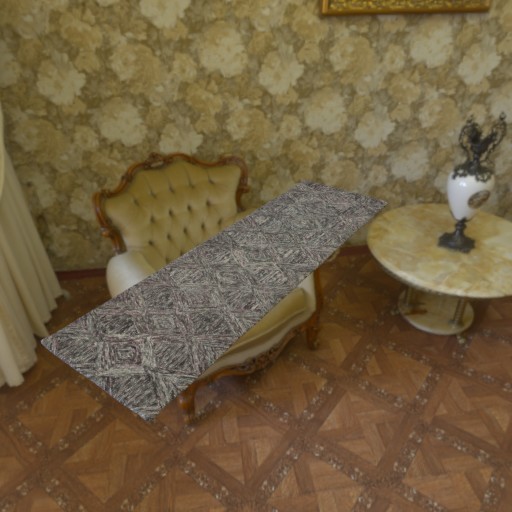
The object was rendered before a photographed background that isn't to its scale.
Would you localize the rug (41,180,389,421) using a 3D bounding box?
[{"bbox_3d":[0.000,0.000,2.583,0.719,0.013,2.305,21,38,30],"label":"rug"}]
